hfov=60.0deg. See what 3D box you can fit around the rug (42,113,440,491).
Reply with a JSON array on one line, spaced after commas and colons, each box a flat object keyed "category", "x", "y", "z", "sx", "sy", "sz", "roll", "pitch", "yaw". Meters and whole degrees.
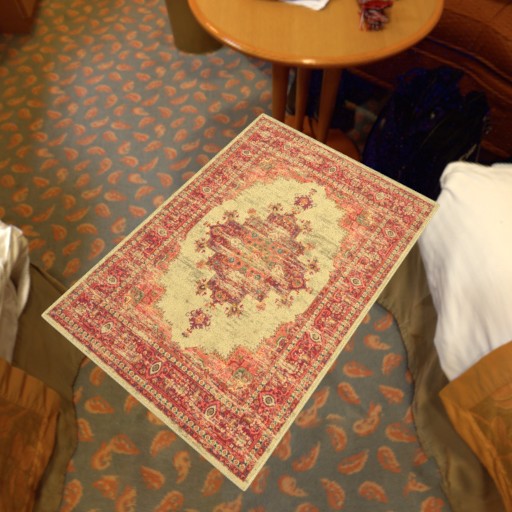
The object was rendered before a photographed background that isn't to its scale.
[{"category": "rug", "x": 0.000, "y": 0.000, "z": 3.713, "sx": 2.005, "sy": 0.014, "sz": 2.878, "roll": 33, "pitch": 64, "yaw": 18}]
